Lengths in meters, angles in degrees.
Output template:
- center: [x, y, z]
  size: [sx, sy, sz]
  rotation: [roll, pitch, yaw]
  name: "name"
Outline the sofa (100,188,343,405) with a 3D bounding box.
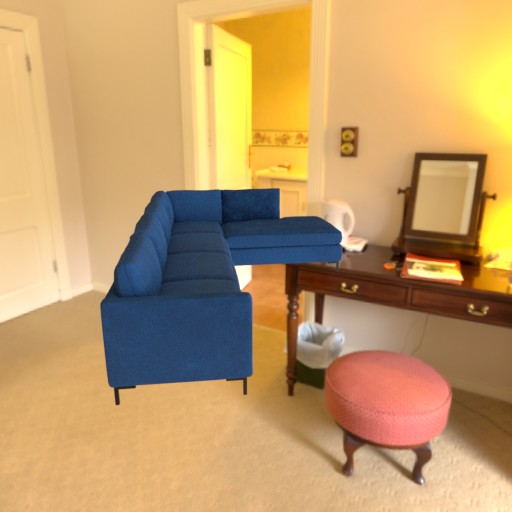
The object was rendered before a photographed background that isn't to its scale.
- center: [0.000, 0.000, 3.224]
  size: [1.707, 0.687, 2.486]
  rotation: [-2, 16, -8]
  name: "sofa"
